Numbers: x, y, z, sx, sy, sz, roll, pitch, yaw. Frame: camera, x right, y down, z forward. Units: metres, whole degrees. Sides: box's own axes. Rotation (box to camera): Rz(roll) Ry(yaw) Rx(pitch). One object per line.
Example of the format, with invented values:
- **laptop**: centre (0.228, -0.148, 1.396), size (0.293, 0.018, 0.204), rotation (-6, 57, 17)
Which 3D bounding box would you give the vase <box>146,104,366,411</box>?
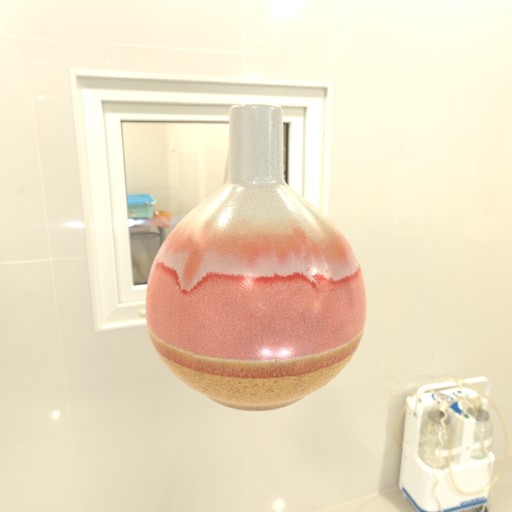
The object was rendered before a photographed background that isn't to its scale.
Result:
- **vase**: centre (0.000, 0.000, 0.274), size (0.137, 0.176, 0.137), rotation (0, 14, 0)
